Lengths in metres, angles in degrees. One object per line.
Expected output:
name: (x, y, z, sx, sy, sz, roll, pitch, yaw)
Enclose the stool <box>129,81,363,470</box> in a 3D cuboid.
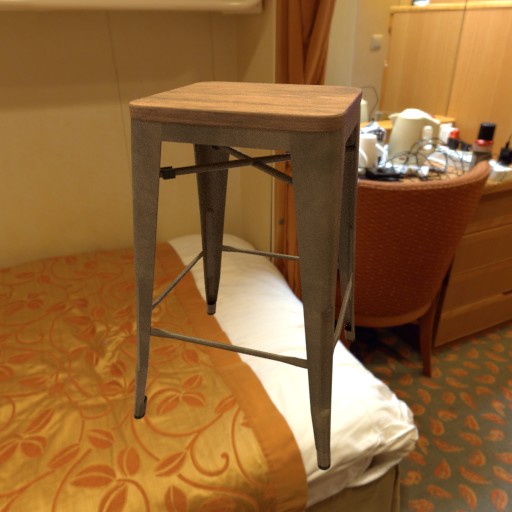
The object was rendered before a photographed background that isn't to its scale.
stool: (0.000, 0.000, 0.880, 0.407, 0.607, 0.407, 8, 29, 16)
